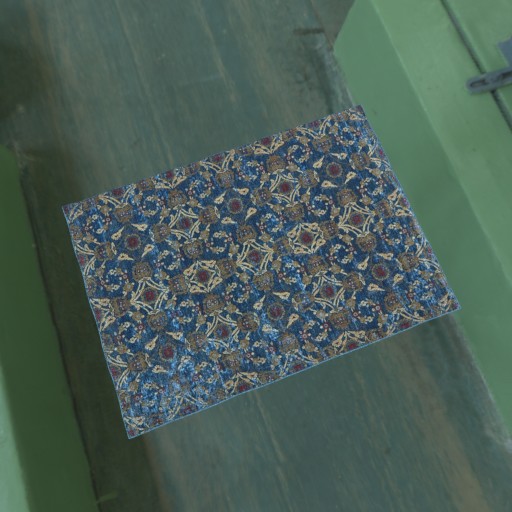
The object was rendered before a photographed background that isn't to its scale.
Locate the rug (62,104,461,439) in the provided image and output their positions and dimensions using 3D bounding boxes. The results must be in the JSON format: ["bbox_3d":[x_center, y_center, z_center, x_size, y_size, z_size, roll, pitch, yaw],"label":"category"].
[{"bbox_3d":[0.000,0.000,4.336,3.291,0.013,2.337,-20,77,-5],"label":"rug"}]
